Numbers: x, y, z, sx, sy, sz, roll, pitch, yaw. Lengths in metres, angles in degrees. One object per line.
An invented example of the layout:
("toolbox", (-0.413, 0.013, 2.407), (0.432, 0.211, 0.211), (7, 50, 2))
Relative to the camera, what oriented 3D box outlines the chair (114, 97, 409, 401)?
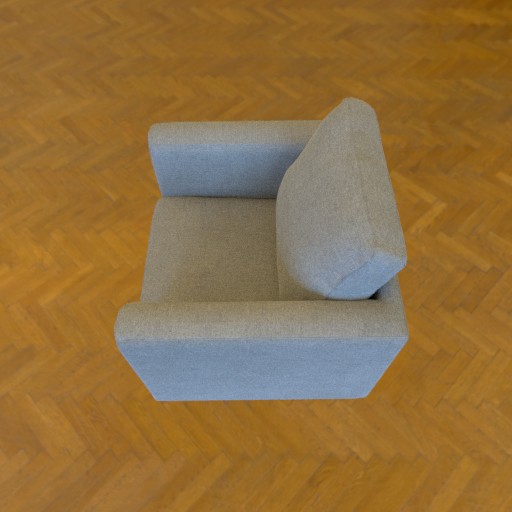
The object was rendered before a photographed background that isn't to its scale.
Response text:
("chair", (0.000, 0.000, 1.560), (0.800, 0.927, 0.855), (0, 57, 0))
